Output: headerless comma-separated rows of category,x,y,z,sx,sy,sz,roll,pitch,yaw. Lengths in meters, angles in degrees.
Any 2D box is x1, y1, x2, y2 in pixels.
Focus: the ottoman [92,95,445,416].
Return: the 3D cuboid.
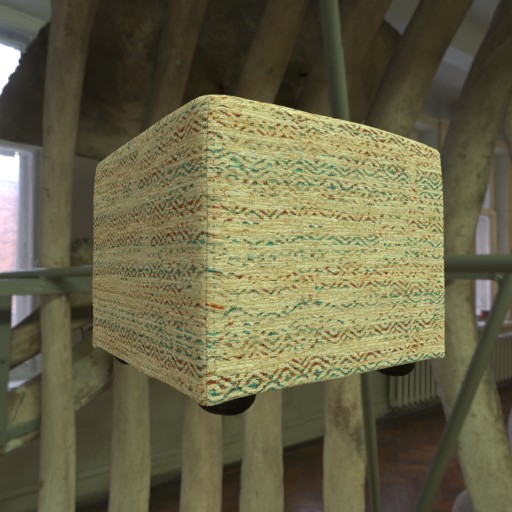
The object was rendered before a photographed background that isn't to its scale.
ottoman,0.000,0.000,0.887,0.512,0.453,0.521,1,-1,-35
